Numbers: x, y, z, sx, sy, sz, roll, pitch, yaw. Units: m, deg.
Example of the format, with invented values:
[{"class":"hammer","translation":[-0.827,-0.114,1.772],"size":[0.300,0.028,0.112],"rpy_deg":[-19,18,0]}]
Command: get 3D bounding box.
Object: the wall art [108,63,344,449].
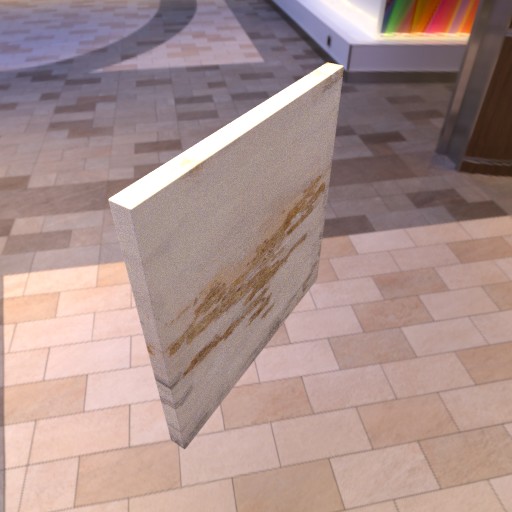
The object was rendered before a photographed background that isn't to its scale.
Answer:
[{"class":"wall art","translation":[0.000,0.000,0.930],"size":[0.040,0.613,0.611],"rpy_deg":[23,46,24]}]
